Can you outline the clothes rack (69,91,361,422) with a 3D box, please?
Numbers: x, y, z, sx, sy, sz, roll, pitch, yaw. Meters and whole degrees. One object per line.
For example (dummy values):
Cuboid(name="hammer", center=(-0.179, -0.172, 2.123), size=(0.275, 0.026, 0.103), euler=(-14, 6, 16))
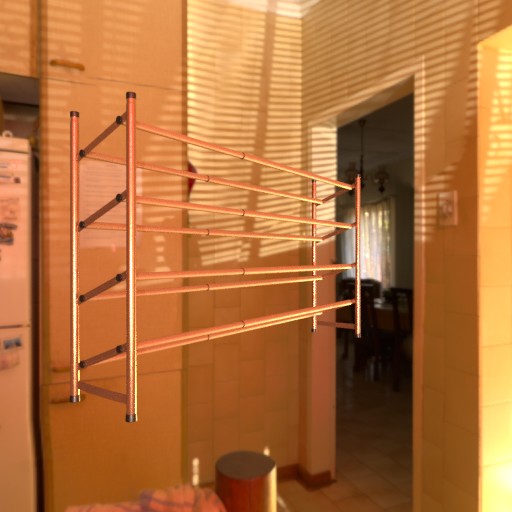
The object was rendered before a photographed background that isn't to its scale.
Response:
Cuboid(name="clothes rack", center=(0.000, 0.000, 1.430), size=(0.229, 0.672, 1.168), euler=(0, 0, 36))
